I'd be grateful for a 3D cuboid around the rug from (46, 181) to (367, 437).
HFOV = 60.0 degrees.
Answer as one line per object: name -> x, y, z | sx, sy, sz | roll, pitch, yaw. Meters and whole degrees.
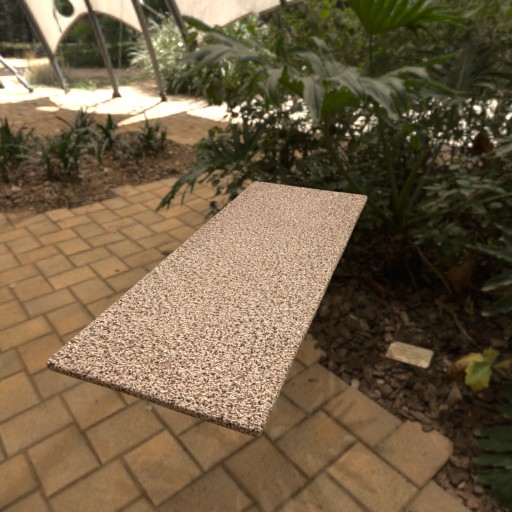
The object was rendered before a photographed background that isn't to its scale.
rug -> 0.000, 0.000, 1.695 | 0.609, 0.030, 1.524 | 11, 31, 18
